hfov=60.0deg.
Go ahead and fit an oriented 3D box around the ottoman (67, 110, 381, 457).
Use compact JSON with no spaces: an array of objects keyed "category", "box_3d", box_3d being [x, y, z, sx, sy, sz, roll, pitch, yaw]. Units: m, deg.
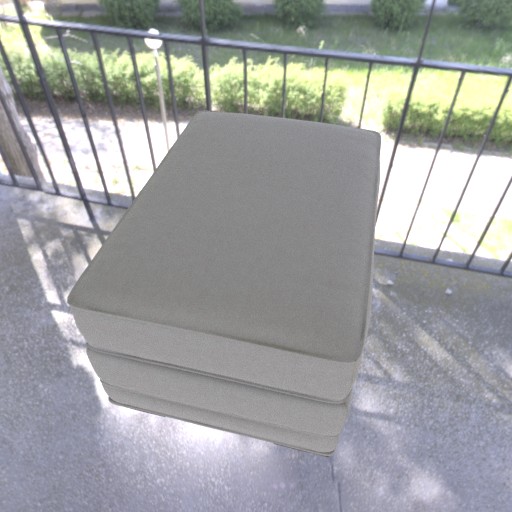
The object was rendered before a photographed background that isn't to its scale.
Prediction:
[{"category":"ottoman","box_3d":[0.000,0.000,1.232,0.611,0.482,0.848,10,46,10]}]
